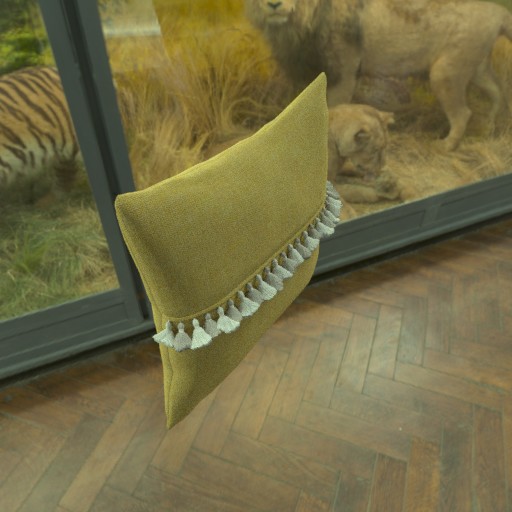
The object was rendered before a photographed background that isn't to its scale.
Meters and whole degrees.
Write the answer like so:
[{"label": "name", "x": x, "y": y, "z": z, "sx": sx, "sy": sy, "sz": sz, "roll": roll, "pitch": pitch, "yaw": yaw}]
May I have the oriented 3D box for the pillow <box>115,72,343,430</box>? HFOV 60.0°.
[{"label": "pillow", "x": 0.000, "y": 0.000, "z": 0.754, "sx": 0.167, "sy": 0.481, "sz": 0.485, "roll": 25, "pitch": 47, "yaw": 25}]
